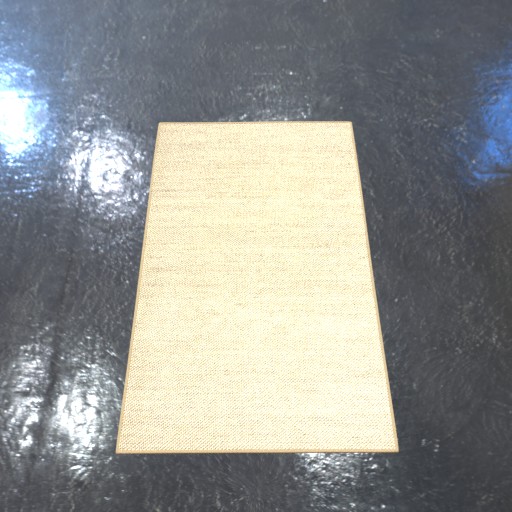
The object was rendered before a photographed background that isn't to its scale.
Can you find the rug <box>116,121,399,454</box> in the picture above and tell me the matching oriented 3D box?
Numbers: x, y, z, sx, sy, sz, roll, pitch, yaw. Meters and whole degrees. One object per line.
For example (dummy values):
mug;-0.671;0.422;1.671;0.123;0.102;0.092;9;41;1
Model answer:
rug;0.000;0.000;2.042;1.062;0.013;1.667;0;62;0
